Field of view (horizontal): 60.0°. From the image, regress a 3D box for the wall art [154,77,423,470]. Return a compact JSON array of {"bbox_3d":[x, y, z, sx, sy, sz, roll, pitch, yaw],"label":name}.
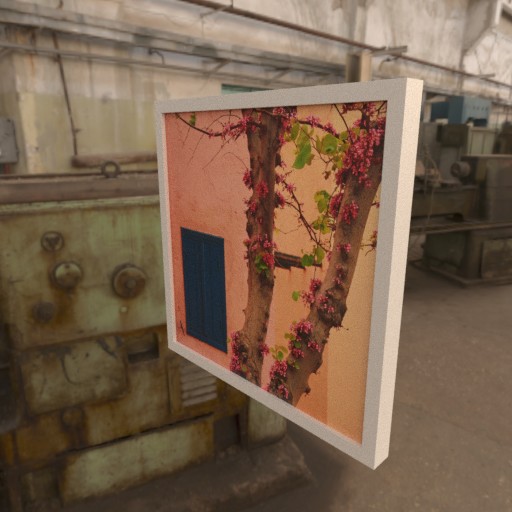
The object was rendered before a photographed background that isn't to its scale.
[{"bbox_3d":[0.000,0.000,0.735,0.038,0.508,0.507,-15,21,-42],"label":"wall art"}]
